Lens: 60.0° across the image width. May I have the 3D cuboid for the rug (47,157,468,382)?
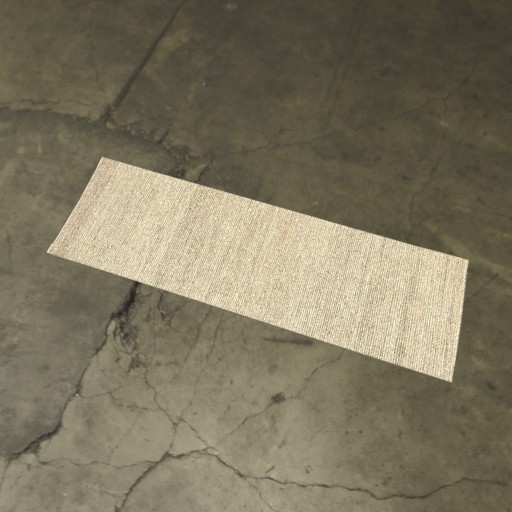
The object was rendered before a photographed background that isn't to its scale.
[{"bbox_3d":[0.000,0.000,2.606,2.390,0.014,0.741,17,65,8],"label":"rug"}]
